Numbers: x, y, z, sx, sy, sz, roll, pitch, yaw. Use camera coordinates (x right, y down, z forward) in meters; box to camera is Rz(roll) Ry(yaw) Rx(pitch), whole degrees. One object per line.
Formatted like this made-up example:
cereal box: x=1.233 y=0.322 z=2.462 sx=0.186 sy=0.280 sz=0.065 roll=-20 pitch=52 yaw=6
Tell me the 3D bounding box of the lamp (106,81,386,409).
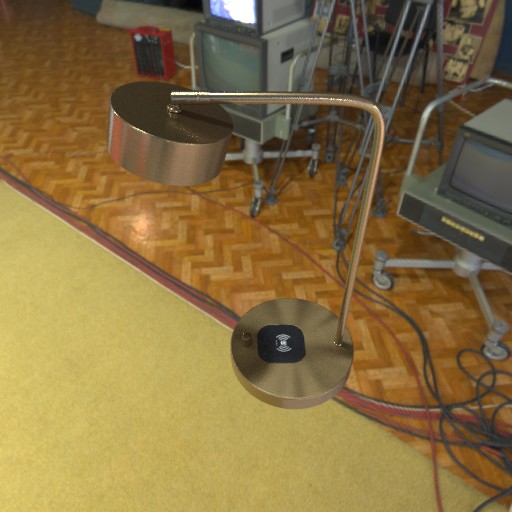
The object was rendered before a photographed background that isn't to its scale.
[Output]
lamp: x=0.000 y=0.000 z=0.505 sx=0.270 sy=0.380 sz=0.171 roll=0 pitch=42 yaw=0
